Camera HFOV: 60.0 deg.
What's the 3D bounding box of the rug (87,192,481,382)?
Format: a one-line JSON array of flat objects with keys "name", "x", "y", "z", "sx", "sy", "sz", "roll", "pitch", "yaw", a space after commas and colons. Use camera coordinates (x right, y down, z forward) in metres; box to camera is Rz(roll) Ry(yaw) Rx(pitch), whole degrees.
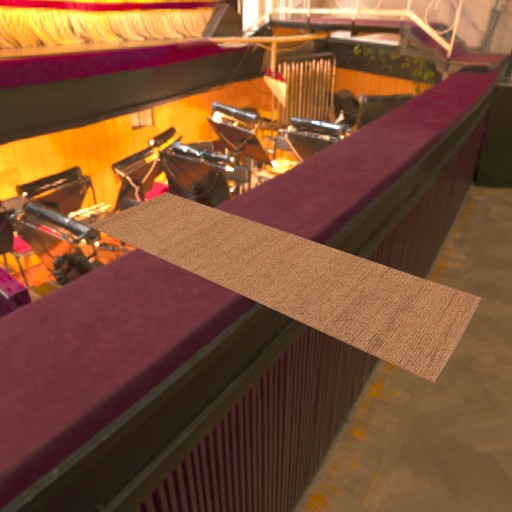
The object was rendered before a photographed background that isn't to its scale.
[{"name": "rug", "x": 0.000, "y": 0.000, "z": 2.669, "sx": 2.390, "sy": 0.014, "sz": 0.741, "roll": 21, "pitch": 36, "yaw": 32}]
